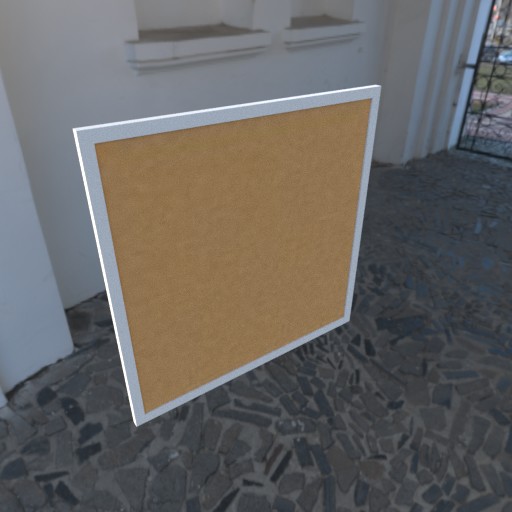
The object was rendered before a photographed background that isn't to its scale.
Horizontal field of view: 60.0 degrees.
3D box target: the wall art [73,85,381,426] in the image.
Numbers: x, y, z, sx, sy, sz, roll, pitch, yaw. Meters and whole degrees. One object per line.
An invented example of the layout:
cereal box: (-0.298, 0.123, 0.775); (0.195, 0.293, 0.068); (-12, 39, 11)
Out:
wall art: (0.000, 0.000, 0.687); (0.457, 0.457, 0.012); (-19, 36, -29)
